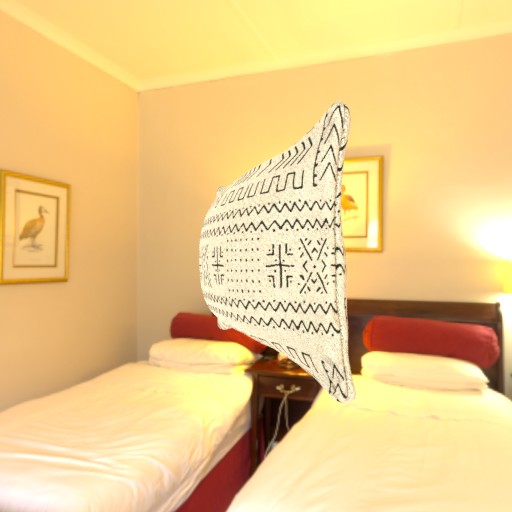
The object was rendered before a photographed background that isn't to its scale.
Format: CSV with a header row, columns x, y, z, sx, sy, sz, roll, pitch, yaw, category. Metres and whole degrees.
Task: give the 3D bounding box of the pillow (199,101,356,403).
x,y,z,sx,sy,sz,roll,pitch,yaw,category
0.000,0.000,0.803,0.188,0.352,0.637,0,-1,-18,pillow
